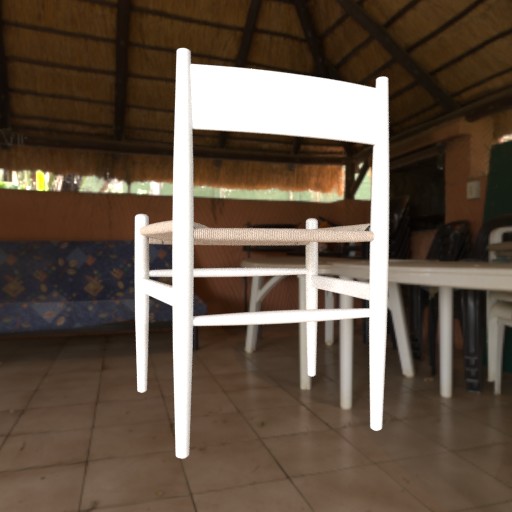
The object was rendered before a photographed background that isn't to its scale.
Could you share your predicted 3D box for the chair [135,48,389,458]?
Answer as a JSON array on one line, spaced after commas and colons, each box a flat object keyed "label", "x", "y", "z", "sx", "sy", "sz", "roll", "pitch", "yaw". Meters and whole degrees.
[{"label": "chair", "x": 0.000, "y": 0.000, "z": 1.095, "sx": 0.556, "sy": 0.762, "sz": 0.495, "roll": 0, "pitch": 0, "yaw": -18}]
